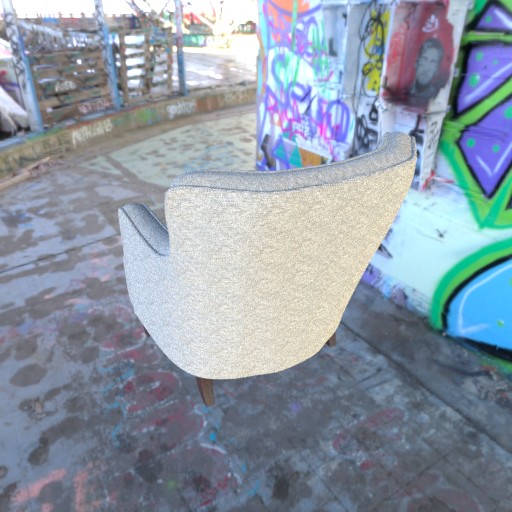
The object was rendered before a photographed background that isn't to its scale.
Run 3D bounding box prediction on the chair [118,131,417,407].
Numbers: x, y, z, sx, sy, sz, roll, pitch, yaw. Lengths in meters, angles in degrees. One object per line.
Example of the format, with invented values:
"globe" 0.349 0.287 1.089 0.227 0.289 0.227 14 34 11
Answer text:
"chair" 0.000 0.000 1.653 0.820 0.920 0.910 -18 34 -29
